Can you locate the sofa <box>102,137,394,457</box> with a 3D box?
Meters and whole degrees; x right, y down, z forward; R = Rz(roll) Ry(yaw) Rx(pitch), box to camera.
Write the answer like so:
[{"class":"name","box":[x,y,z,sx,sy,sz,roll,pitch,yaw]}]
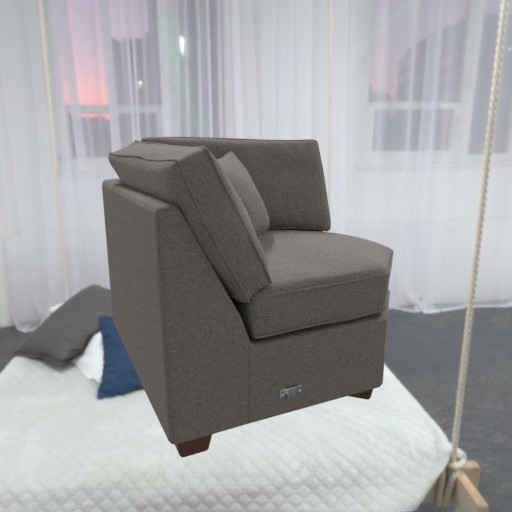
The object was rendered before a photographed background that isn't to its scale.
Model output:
[{"class":"sofa","box":[0.000,0.000,1.810,1.042,0.951,1.050,-6,15,-24]}]
